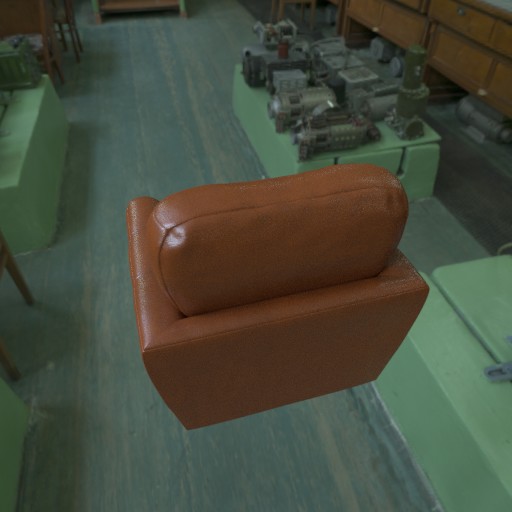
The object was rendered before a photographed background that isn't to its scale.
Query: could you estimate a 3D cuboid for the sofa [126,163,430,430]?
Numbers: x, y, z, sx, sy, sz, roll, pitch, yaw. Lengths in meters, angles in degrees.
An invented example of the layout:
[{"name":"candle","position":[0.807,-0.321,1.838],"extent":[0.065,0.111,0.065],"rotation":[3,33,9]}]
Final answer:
[{"name":"sofa","position":[0.000,0.000,1.529],"extent":[0.836,0.876,0.789],"rotation":[-11,43,-12]}]
